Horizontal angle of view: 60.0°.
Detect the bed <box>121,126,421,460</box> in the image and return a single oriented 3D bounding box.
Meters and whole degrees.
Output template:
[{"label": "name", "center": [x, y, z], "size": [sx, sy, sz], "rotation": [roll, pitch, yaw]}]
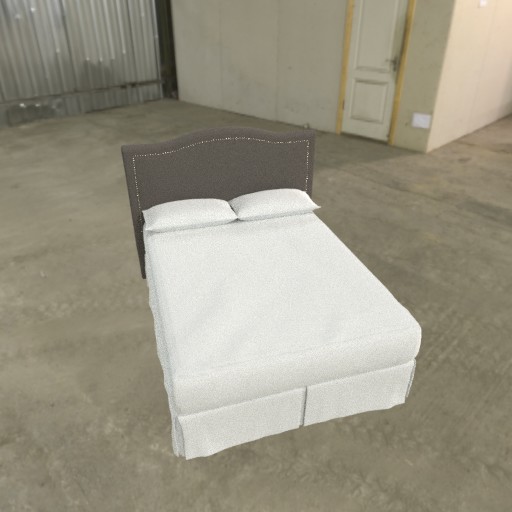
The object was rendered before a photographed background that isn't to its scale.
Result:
[{"label": "bed", "center": [0.000, 0.000, 3.236], "size": [1.666, 1.387, 2.036], "rotation": [-9, 32, -14]}]
